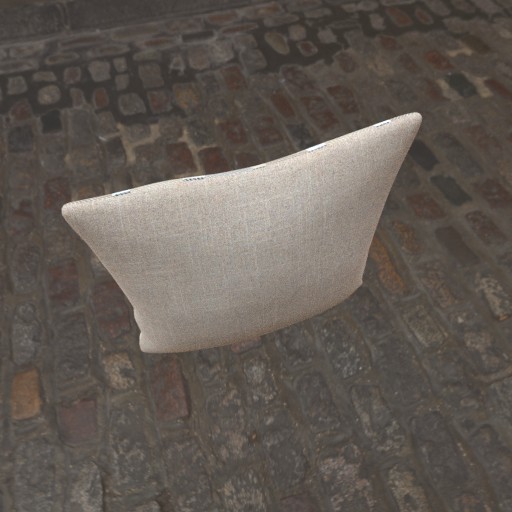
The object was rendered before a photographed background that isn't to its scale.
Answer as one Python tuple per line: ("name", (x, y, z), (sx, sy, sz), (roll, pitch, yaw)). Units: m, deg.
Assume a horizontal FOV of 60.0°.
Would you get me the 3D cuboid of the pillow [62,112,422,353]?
("pillow", (0.000, 0.000, 0.882), (0.578, 0.558, 0.192), (-16, 59, -10))
